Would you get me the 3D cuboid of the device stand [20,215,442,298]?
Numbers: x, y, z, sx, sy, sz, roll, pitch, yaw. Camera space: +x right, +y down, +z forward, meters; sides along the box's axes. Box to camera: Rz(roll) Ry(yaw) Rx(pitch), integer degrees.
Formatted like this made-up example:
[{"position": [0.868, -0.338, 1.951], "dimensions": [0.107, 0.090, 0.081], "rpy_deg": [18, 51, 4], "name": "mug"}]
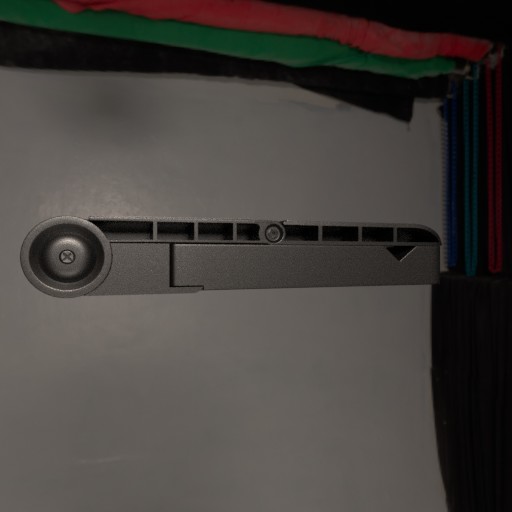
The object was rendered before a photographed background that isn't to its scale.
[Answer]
[{"position": [0.000, 0.000, 0.192], "dimensions": [0.179, 0.030, 0.026], "rpy_deg": [0, 0, -18], "name": "device stand"}]
